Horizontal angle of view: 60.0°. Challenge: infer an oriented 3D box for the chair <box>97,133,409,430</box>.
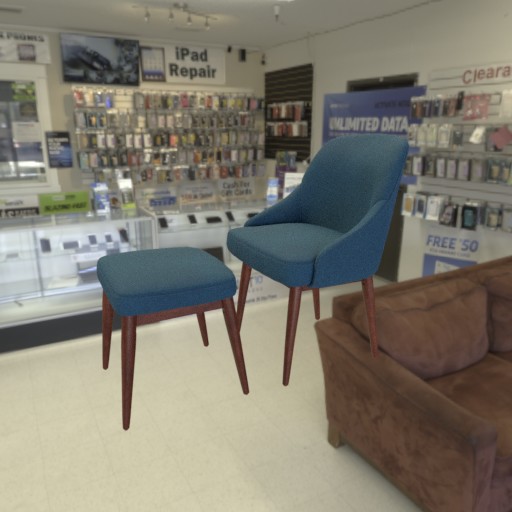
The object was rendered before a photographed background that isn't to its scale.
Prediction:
[{"bbox_3d":[0.000,0.000,1.647,1.114,0.866,0.584,-8,18,-26],"label":"chair"}]
